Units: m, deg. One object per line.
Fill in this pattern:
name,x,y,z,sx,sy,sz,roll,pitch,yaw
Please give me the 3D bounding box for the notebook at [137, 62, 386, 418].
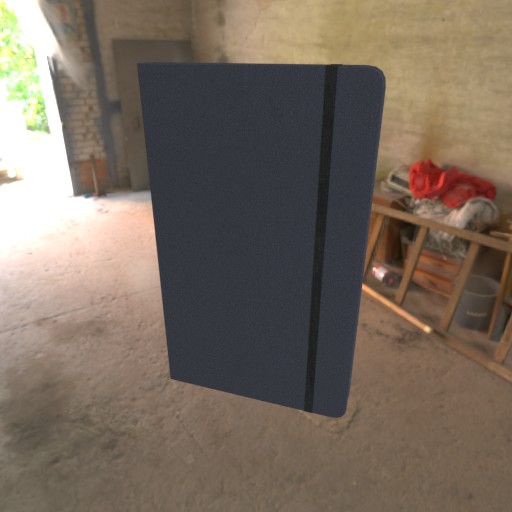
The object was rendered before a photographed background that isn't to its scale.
notebook,0.000,0.000,0.267,0.127,0.213,0.016,8,27,16
